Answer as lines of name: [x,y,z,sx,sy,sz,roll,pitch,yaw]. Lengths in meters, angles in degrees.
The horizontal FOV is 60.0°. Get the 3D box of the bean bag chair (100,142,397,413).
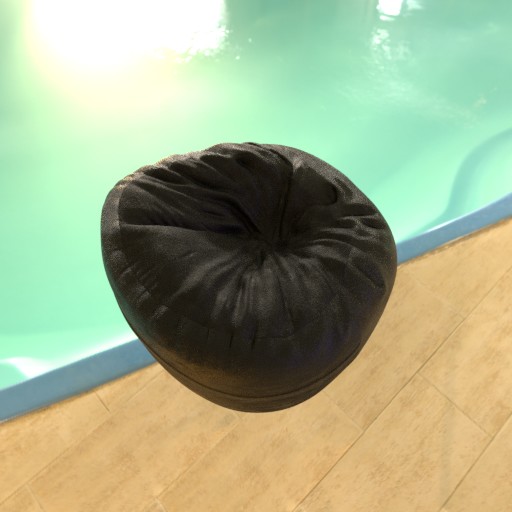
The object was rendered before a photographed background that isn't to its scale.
bean bag chair: [0.000,0.000,2.453,1.524,0.878,1.524,-32,62,-19]
